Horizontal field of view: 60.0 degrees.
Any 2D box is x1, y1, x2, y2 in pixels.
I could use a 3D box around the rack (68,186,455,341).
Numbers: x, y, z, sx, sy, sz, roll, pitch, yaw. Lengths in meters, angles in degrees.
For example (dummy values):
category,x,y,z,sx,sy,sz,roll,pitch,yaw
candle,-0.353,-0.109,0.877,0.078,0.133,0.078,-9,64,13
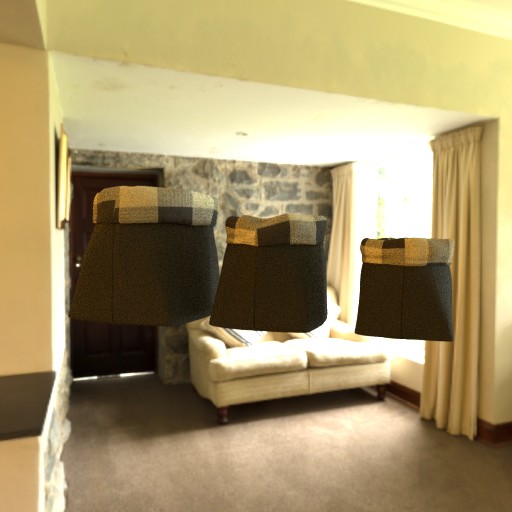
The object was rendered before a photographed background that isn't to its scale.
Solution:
category,x,y,z,sx,sy,sz,roll,pitch,yaw
rack,0.000,0.000,1.096,0.889,0.329,0.370,1,2,19
